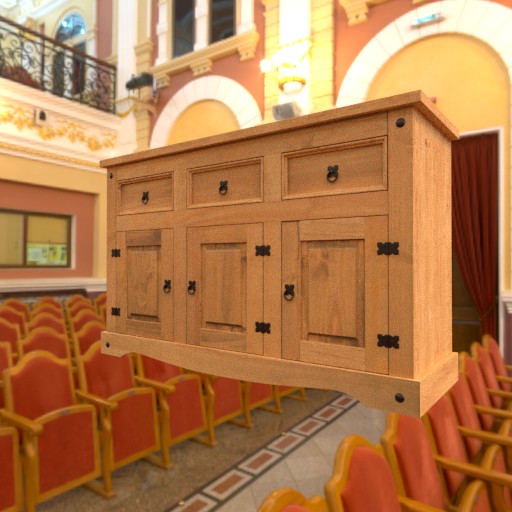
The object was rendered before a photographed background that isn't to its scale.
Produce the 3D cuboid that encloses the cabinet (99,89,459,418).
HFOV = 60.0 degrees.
[{"bbox_3d":[0.000,0.000,1.652,1.321,0.810,0.432,0,-1,36],"label":"cabinet"}]
